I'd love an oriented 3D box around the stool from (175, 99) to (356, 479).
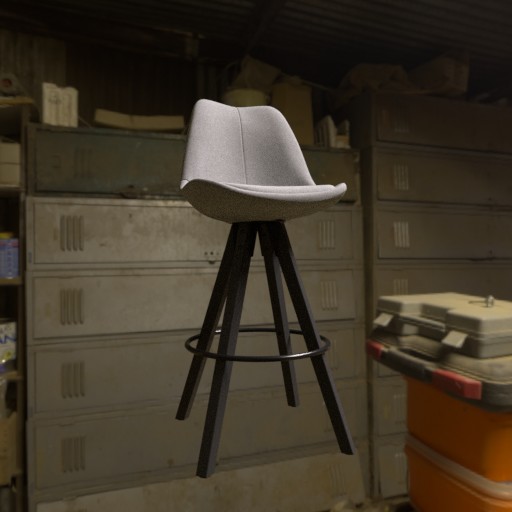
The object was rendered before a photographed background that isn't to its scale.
[{"bbox_3d":[0.000,0.000,1.406,0.485,1.115,0.550,0,1,-18],"label":"stool"}]
